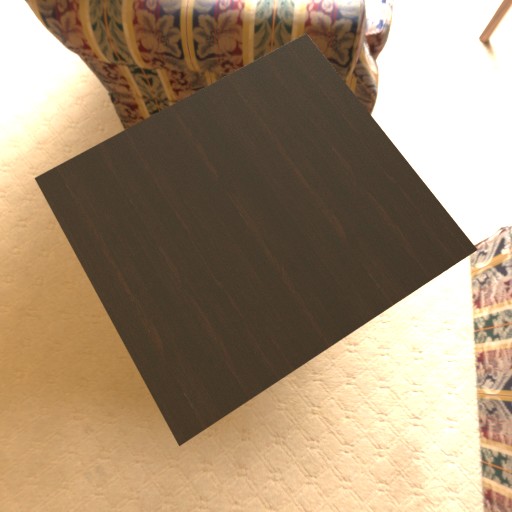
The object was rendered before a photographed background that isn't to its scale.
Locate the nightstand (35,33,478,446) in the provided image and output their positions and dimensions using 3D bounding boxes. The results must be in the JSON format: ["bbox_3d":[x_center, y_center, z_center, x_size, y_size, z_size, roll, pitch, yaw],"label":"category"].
[{"bbox_3d":[0.000,0.000,0.812,0.461,0.460,0.400,-31,77,-8],"label":"nightstand"}]
